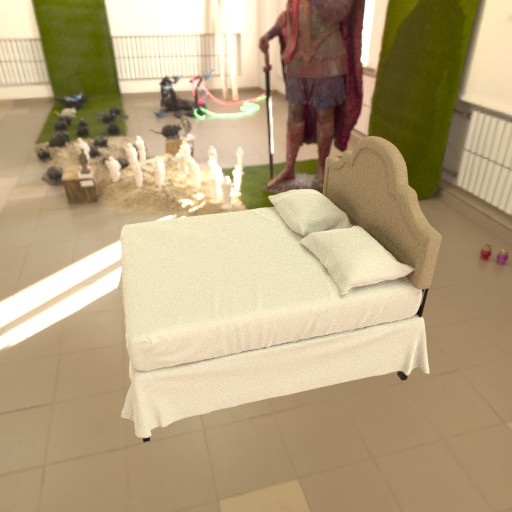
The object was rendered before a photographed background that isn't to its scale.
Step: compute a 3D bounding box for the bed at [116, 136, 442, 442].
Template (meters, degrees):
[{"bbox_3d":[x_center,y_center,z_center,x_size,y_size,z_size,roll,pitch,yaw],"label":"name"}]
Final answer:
[{"bbox_3d":[0.000,0.000,3.369,2.222,1.634,1.780,-8,32,-14],"label":"bed"}]
